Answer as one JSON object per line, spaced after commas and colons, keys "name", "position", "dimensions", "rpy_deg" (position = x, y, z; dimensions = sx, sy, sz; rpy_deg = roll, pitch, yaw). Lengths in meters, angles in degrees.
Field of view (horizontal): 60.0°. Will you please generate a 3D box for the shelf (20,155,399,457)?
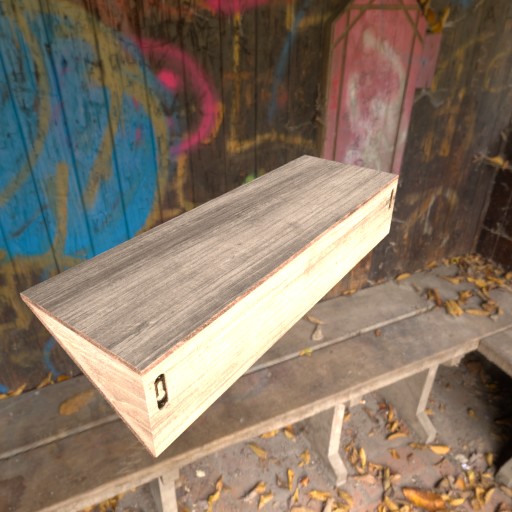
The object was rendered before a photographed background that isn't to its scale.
{"name": "shelf", "position": [0.000, 0.000, 0.682], "dimensions": [0.200, 0.125, 0.610], "rpy_deg": [21, 36, 31]}
